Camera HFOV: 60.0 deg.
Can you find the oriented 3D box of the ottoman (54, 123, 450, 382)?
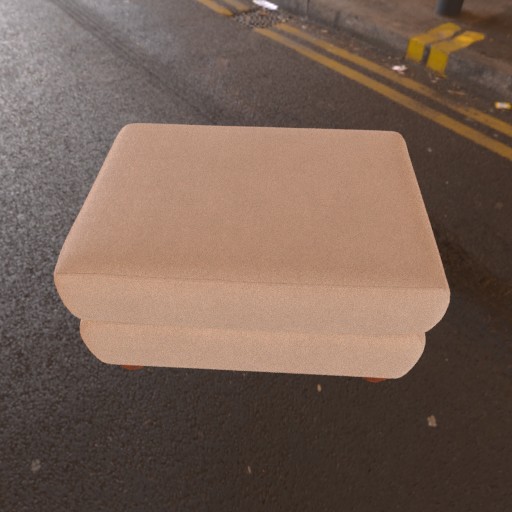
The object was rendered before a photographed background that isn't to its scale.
[{"bbox_3d":[0.000,0.000,1.145,0.773,0.499,0.569,2,47,2],"label":"ottoman"}]
